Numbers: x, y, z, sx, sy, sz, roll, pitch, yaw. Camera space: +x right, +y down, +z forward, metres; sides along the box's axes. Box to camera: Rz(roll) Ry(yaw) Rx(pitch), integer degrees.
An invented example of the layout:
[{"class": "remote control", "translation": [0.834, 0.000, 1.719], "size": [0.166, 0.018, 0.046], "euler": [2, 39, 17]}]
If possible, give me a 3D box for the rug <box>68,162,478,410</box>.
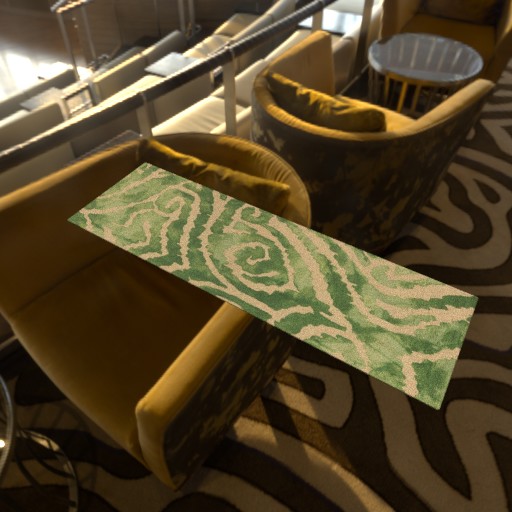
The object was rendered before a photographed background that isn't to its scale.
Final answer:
[{"class": "rug", "translation": [0.000, 0.000, 2.682], "size": [2.438, 0.006, 0.761], "euler": [24, 51, 21]}]
